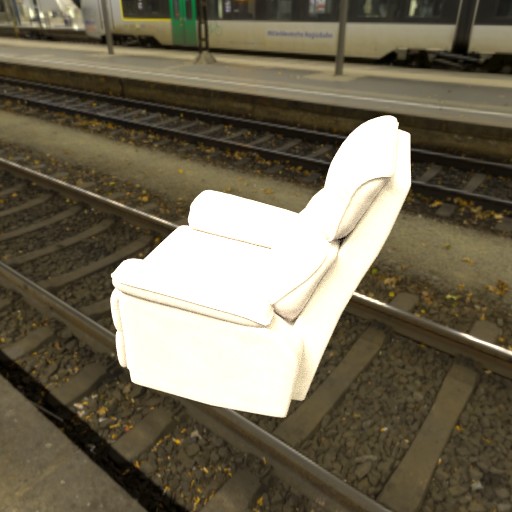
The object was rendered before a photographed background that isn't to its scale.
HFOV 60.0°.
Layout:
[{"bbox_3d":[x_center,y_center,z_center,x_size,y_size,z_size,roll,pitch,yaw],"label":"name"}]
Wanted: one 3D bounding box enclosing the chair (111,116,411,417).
[{"bbox_3d":[0.000,0.000,1.714,1.001,1.039,0.820,8,30,15],"label":"chair"}]
